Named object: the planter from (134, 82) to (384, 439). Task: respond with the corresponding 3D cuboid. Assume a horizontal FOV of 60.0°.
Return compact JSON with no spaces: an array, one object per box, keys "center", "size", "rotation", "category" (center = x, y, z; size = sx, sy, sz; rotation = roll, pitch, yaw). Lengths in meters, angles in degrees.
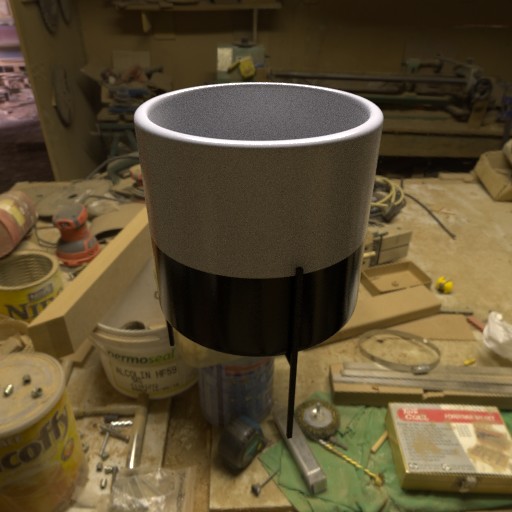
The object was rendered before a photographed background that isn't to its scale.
[{"center":[0.000,0.000,0.656],"size":[0.310,0.432,0.310],"rotation":[-1,32,-1],"category":"planter"}]
